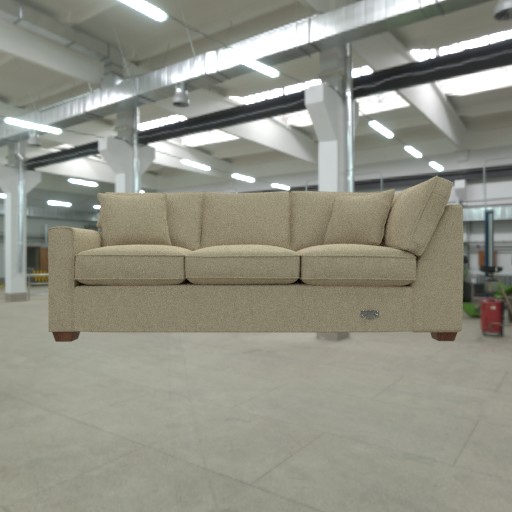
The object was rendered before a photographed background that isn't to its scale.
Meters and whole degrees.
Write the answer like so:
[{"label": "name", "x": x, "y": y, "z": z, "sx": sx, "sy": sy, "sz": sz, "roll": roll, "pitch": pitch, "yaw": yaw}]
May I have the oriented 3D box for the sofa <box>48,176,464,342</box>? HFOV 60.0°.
[{"label": "sofa", "x": 0.000, "y": 0.000, "z": 2.918, "sx": 2.317, "sy": 0.962, "sz": 1.061, "roll": 0, "pitch": 0, "yaw": 0}]
